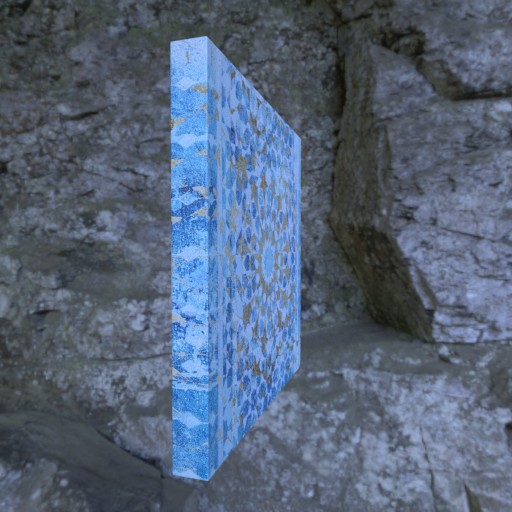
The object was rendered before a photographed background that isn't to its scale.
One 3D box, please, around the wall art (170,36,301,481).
[{"bbox_3d":[0.000,0.000,0.601,0.037,0.405,0.405,0,2,18],"label":"wall art"}]
